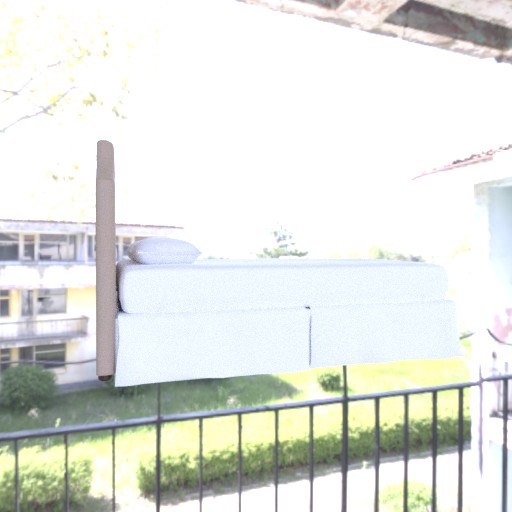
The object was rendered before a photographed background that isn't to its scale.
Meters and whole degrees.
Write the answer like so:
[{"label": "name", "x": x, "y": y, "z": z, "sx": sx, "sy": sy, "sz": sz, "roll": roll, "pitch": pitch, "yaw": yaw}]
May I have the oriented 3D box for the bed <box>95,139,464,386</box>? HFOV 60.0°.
[{"label": "bed", "x": 0.000, "y": 0.000, "z": 4.155, "sx": 2.773, "sy": 1.590, "sz": 2.350, "roll": 0, "pitch": 1, "yaw": -18}]
